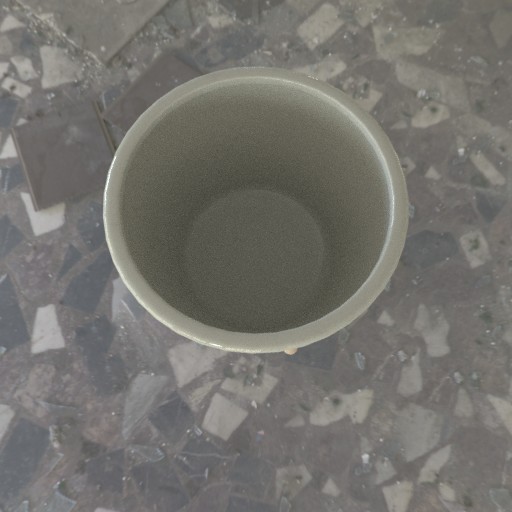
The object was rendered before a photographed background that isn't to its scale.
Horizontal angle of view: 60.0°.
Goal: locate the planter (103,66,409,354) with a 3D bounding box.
[{"bbox_3d":[0.000,0.000,0.471,0.217,0.331,0.217,-15,76,-4],"label":"planter"}]
